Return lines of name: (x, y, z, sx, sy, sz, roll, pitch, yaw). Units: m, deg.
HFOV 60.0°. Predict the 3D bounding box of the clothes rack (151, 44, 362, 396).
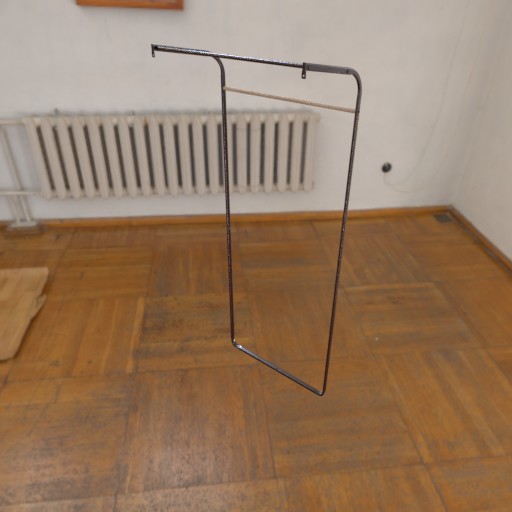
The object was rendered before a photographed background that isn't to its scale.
clothes rack: (0.000, 0.000, 1.826, 0.609, 1.574, 0.349, 23, 39, 32)
